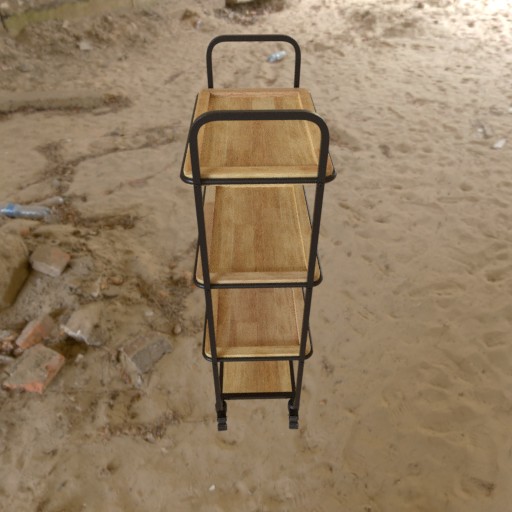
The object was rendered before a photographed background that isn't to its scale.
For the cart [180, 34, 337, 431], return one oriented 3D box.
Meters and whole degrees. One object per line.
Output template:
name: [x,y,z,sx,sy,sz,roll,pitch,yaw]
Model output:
cart: [0.000,0.000,1.315,0.321,1.080,0.545,-1,40,-1]
